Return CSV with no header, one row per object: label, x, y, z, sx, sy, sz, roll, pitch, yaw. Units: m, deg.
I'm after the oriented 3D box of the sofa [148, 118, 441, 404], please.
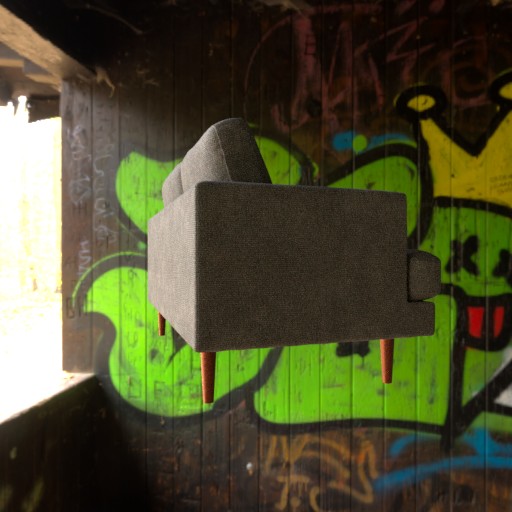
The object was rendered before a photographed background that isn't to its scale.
sofa,0.000,0.000,2.174,0.903,0.956,1.582,0,0,-19
